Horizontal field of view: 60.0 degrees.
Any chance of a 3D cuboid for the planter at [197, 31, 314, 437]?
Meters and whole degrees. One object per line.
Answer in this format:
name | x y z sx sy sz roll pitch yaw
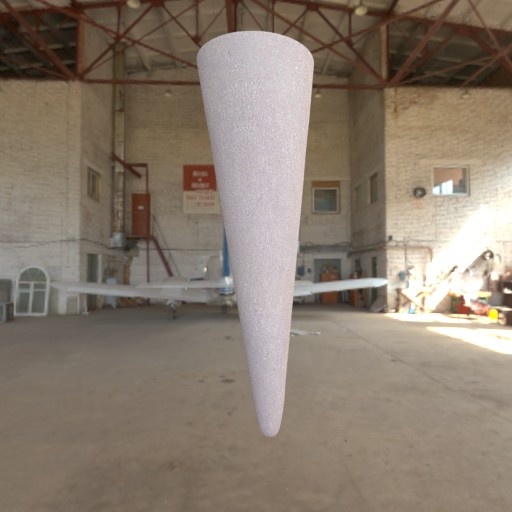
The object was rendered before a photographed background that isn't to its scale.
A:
planter | 0.000 0.000 0.295 0.078 0.259 0.087 -1 -2 18
